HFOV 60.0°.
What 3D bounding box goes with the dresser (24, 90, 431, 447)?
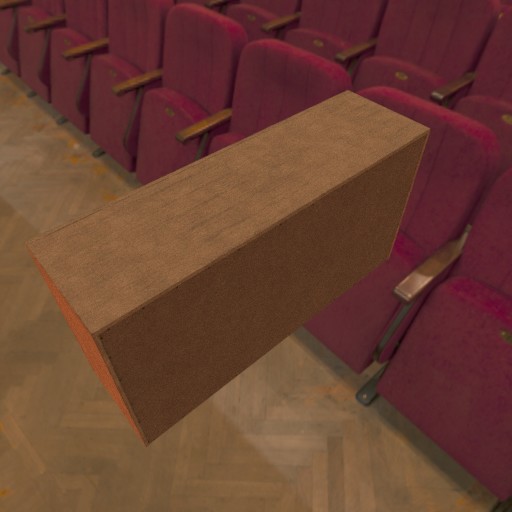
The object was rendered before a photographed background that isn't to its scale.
[{"bbox_3d":[0.000,0.000,2.038,1.628,0.889,0.483,-32,55,-27],"label":"dresser"}]
